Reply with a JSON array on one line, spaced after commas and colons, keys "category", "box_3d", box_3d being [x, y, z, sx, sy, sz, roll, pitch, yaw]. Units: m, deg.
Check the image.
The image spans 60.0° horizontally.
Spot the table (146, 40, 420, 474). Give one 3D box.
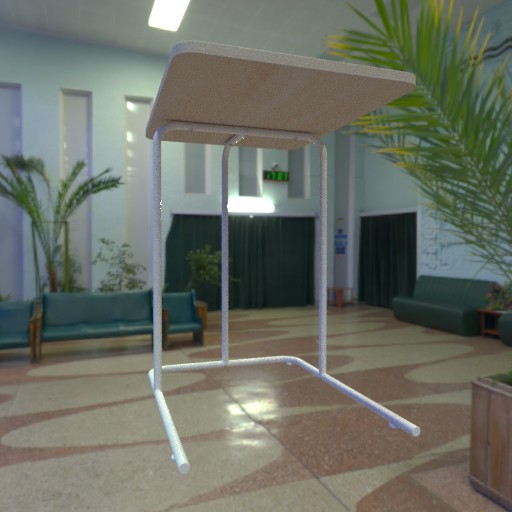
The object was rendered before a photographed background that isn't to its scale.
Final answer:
[{"category": "table", "box_3d": [0.000, 0.000, 0.837, 0.370, 0.550, 0.480, 0, 1, -19]}]
